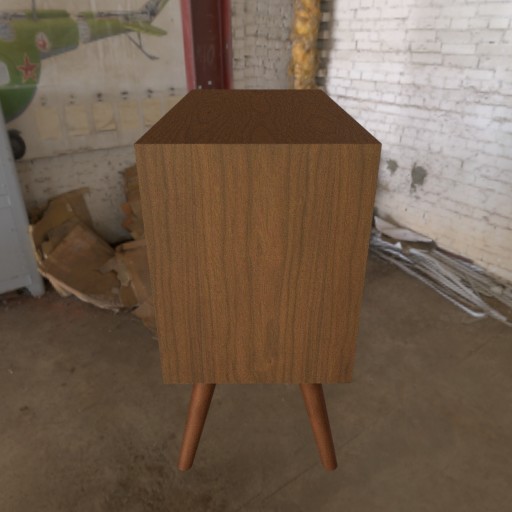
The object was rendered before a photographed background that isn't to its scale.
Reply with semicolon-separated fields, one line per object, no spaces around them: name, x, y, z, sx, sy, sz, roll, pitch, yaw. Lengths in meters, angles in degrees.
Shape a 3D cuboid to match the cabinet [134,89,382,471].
cabinet;0.000;0.000;1.169;0.388;0.748;0.712;0;27;0
